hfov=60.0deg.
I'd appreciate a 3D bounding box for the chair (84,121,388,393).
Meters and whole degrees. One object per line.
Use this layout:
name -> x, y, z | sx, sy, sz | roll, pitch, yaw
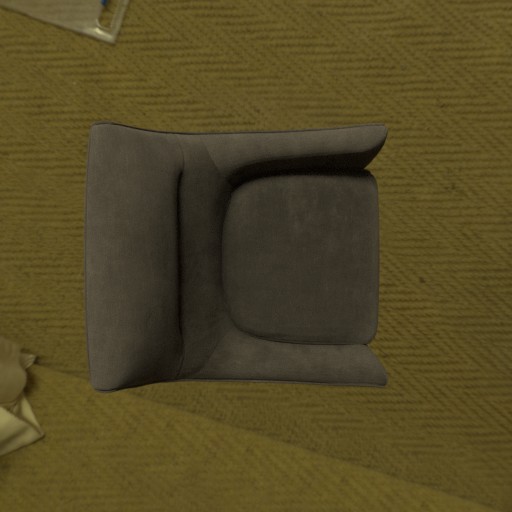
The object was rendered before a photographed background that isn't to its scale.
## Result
chair -> 0.000, 0.000, 1.403 | 0.787, 0.838, 0.762 | 0, 90, 1
